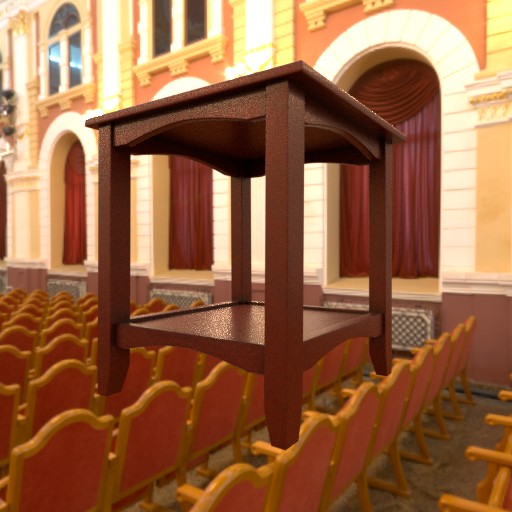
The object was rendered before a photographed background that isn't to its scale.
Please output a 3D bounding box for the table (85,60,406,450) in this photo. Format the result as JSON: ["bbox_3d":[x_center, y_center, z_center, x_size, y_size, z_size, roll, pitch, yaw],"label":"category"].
[{"bbox_3d":[0.000,0.000,0.968,0.522,0.558,0.523,1,1,37],"label":"table"}]
